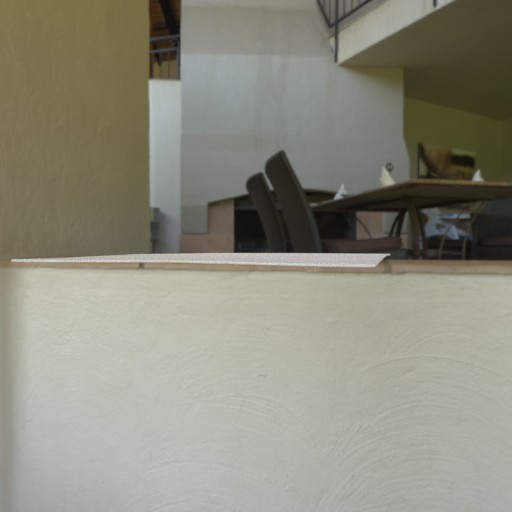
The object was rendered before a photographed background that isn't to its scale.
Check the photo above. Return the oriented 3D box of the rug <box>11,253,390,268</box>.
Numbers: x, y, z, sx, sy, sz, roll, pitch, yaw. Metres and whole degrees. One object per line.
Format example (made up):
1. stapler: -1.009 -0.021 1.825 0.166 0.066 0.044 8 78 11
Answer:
1. rug: 0.000 0.000 3.593 2.032 0.038 2.869 0 1 18
